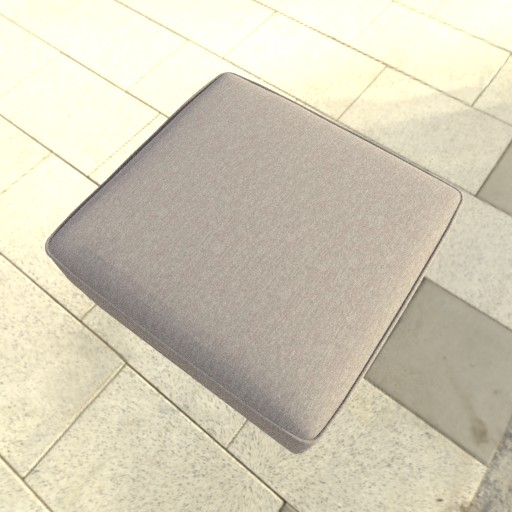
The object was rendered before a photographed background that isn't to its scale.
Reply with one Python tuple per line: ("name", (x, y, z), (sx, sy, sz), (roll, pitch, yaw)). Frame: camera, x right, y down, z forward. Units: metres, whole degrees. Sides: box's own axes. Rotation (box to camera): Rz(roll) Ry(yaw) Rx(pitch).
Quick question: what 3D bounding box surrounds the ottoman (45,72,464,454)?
("ottoman", (0.000, 0.000, 1.360), (0.871, 0.612, 0.808), (33, 68, 15))
